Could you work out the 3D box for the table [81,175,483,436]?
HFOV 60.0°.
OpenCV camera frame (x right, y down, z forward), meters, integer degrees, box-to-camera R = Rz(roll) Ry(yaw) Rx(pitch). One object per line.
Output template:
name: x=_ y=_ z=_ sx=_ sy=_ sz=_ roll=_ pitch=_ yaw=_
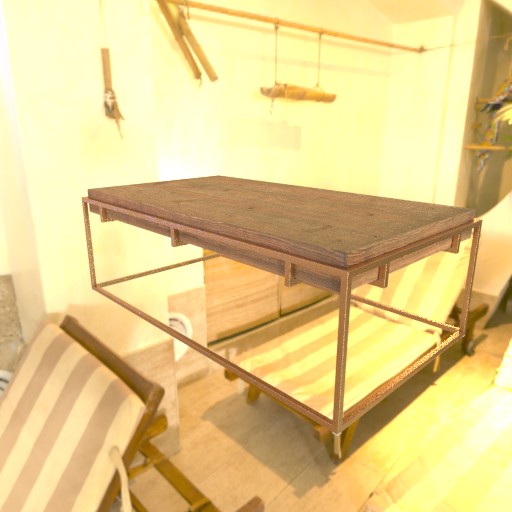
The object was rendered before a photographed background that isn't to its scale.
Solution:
table: x=0.000 y=0.000 z=1.764 sx=0.775 sy=0.468 sz=1.387 roll=-16 pitch=23 yaw=-42
